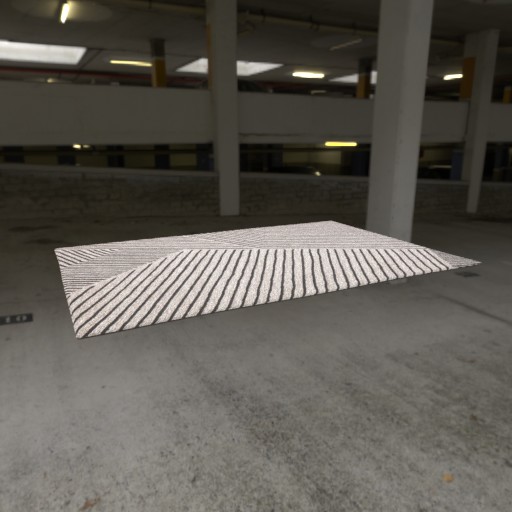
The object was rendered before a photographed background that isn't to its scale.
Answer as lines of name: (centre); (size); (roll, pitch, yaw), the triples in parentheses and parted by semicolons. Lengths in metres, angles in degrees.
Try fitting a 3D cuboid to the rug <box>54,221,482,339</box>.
rug: (0.000, 0.000, 2.279); (1.842, 0.019, 1.237); (-7, 17, -26)
